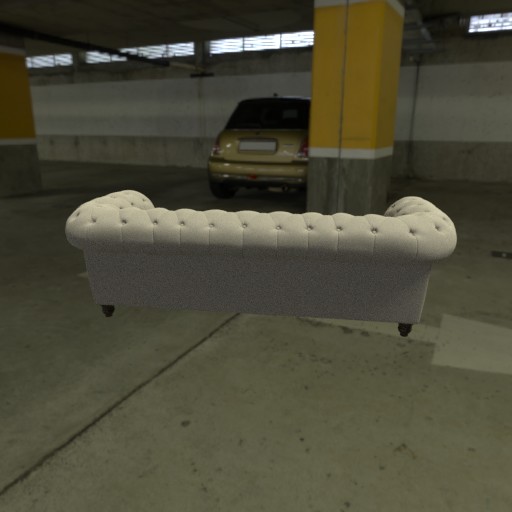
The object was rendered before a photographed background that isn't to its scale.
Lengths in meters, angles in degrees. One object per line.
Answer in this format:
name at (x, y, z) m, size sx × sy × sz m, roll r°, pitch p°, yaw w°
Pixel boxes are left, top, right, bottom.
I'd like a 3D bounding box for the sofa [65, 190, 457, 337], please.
sofa at (0.000, 0.000, 2.960) m, size 2.411 × 0.749 × 0.991 m, roll 2°, pitch 17°, yaw 8°
